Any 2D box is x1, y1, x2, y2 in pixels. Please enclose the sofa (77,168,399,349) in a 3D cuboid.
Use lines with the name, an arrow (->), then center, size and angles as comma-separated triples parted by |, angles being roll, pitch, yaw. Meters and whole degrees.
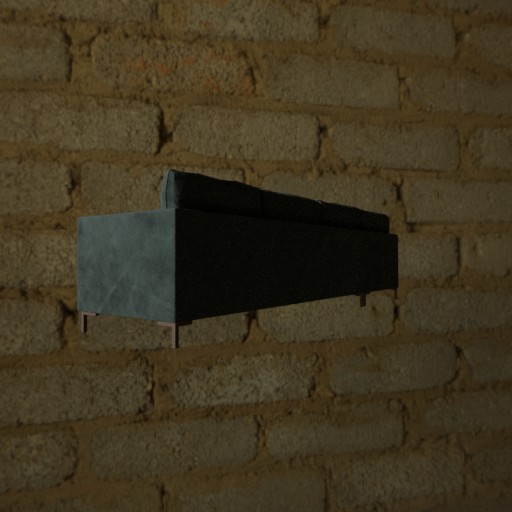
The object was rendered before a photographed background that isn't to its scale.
sofa -> 0.000, 0.000, 4.073 | 1.500, 0.967, 3.400 | 0, 0, 37
